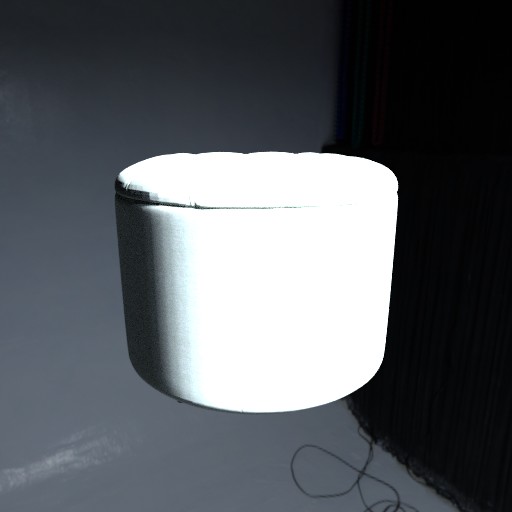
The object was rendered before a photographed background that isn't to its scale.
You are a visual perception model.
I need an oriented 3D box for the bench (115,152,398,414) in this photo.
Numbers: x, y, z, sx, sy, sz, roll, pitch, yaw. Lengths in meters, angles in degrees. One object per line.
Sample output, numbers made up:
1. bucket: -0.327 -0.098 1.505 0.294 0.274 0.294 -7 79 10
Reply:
1. bench: 0.000 0.000 1.020 0.600 0.453 0.600 0 16 0
